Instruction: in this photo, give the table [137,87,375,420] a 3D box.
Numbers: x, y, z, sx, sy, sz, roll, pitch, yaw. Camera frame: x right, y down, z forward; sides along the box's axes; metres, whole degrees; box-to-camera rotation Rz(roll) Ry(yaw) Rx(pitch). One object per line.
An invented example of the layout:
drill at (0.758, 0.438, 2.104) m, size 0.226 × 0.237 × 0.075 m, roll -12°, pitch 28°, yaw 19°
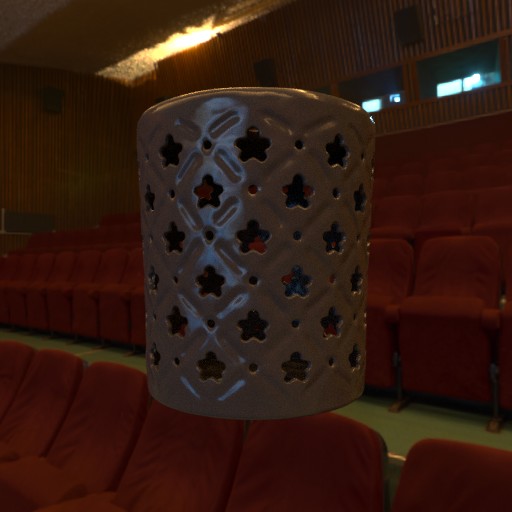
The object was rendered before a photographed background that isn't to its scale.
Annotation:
table at (0.000, 0.000, 0.669) m, size 0.352 × 0.387 × 0.352 m, roll 0°, pitch -1°, yaw 0°
